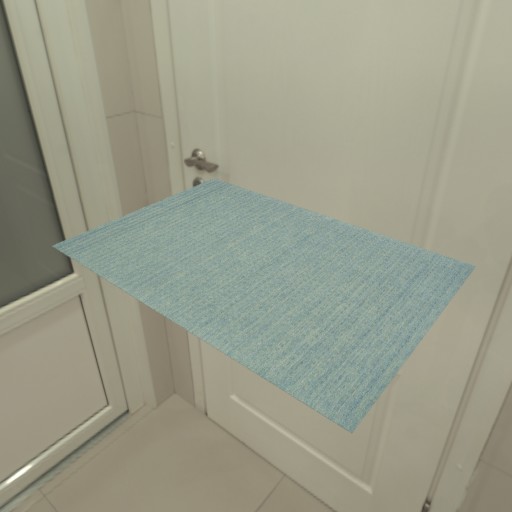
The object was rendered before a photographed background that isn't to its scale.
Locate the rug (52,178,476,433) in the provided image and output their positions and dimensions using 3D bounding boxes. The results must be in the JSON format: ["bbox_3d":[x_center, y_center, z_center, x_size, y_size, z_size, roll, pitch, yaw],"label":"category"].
[{"bbox_3d":[0.000,0.000,3.659,2.895,0.006,1.982,24,39,33],"label":"rug"}]
